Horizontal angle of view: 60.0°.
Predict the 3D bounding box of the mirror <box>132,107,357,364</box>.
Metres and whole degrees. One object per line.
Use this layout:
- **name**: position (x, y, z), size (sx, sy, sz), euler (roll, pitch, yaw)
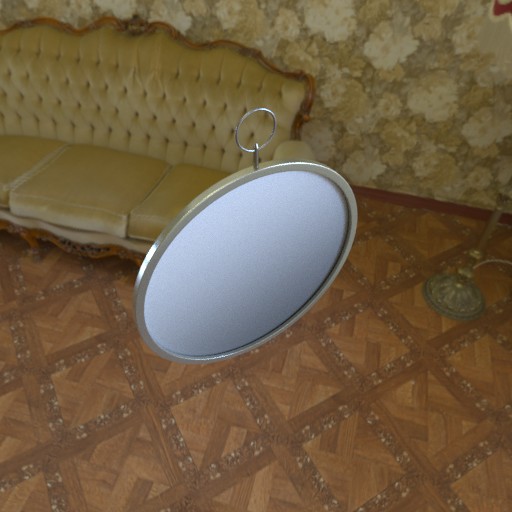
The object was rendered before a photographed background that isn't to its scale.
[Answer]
- **mirror**: position (0.000, 0.000, 1.009), size (0.594, 0.713, 0.020), euler (-23, 49, -21)
